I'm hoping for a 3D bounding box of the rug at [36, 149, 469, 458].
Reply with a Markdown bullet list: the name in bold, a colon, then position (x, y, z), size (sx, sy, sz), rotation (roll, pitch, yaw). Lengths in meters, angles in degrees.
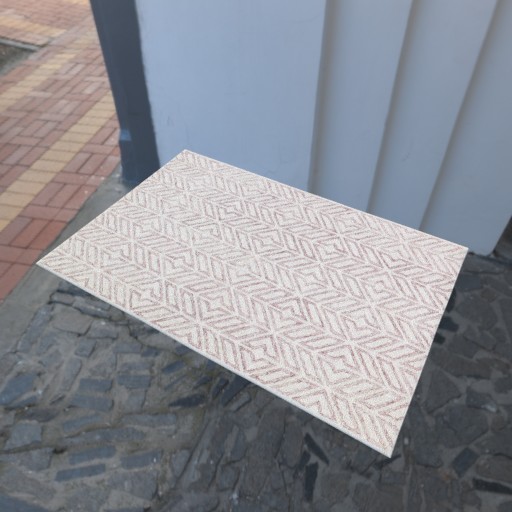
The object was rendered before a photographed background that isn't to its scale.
- **rug**: position (0.000, 0.000, 2.247), size (1.828, 0.007, 1.220), rotation (23, 50, 21)
